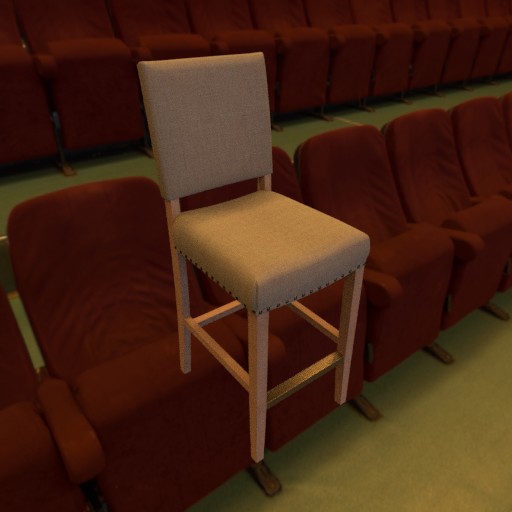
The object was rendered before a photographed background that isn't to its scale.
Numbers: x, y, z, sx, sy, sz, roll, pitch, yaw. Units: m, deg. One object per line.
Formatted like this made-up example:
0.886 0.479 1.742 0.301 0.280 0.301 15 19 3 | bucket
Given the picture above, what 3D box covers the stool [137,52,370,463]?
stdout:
0.000 0.000 1.471 0.445 1.173 0.585 -21 36 -32 | stool
